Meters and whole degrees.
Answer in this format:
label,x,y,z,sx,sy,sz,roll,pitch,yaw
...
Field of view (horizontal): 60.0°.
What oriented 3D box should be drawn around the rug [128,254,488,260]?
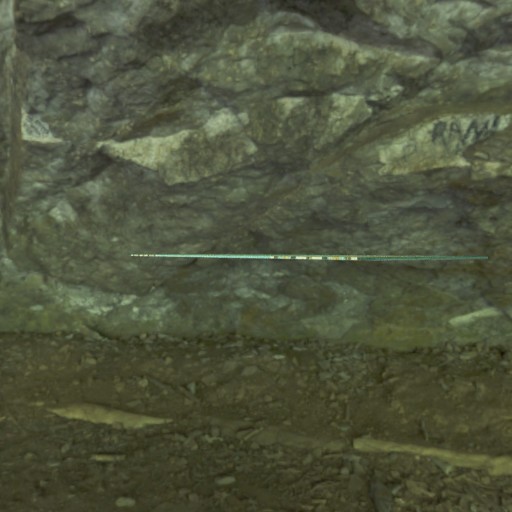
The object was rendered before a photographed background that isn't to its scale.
label,x,y,z,sx,sy,sz,roll,pitch,yaw
rug,0.000,0.000,2.706,0.744,0.010,2.441,0,1,-35
